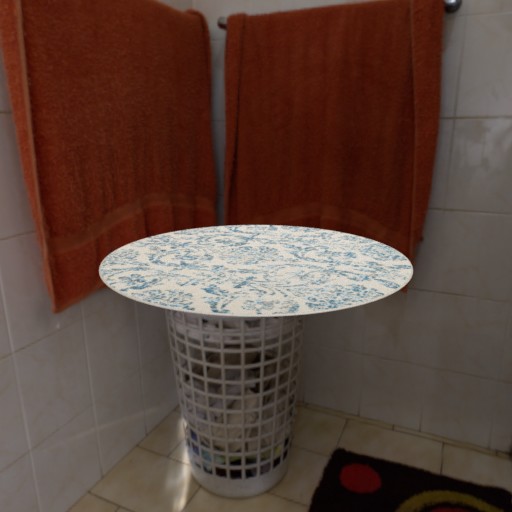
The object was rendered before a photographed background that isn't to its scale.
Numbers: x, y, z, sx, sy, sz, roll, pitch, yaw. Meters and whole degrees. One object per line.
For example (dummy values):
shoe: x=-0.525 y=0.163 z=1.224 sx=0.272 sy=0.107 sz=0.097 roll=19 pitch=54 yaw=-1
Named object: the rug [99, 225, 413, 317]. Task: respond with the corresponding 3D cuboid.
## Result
rug: x=0.000 y=0.000 z=2.374 sx=1.593 sy=0.012 sz=1.593 roll=0 pitch=16 yaw=0
